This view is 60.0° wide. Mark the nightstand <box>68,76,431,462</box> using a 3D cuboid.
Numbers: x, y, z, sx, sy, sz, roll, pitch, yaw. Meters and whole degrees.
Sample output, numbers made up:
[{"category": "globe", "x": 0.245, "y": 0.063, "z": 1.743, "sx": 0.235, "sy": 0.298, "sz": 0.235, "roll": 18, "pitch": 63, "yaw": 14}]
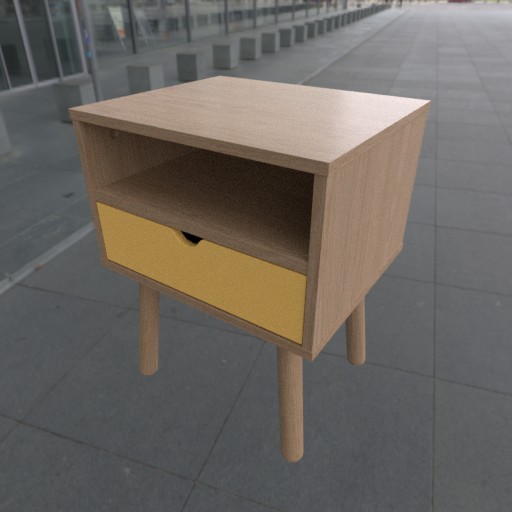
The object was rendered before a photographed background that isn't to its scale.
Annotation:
[{"category": "nightstand", "x": 0.000, "y": 0.000, "z": 0.863, "sx": 0.450, "sy": 0.571, "sz": 0.380, "roll": 19, "pitch": 36, "yaw": 29}]
